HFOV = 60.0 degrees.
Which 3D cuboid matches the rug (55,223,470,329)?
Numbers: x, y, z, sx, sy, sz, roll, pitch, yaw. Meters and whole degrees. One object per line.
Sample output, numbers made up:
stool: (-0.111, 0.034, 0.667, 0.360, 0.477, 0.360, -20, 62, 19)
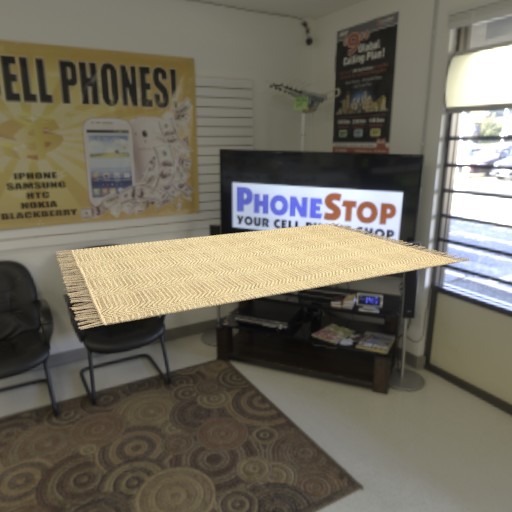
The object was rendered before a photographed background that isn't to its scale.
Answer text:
rug: (0.000, 0.000, 3.118, 2.523, 0.034, 1.528, -7, 17, -26)
